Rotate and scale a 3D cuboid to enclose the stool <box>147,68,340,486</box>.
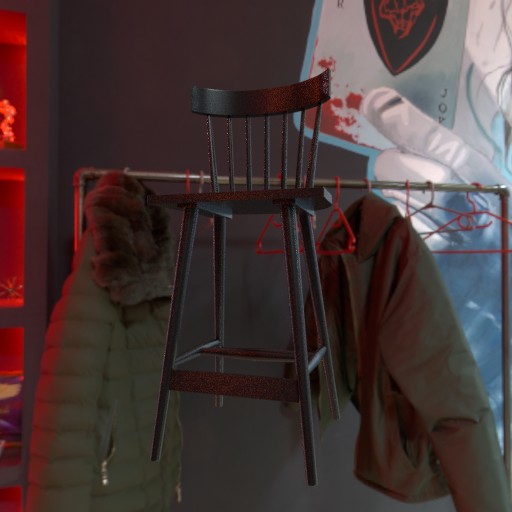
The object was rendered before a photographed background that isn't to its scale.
[{"bbox_3d":[0.000,0.000,1.343,0.482,1.092,0.483,0,0,18],"label":"stool"}]
